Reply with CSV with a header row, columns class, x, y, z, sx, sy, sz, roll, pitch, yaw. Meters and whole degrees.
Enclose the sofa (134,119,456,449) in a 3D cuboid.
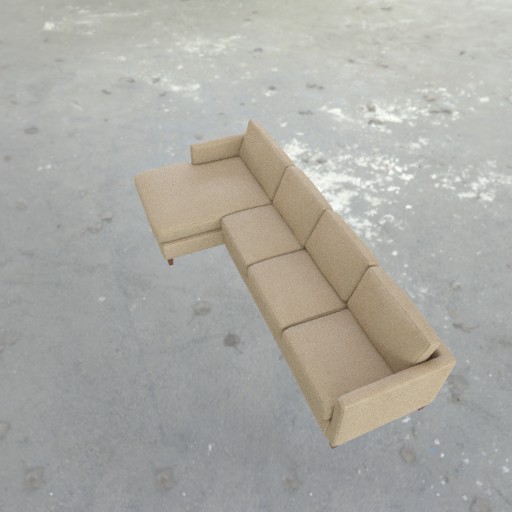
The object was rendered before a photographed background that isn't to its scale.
class,x,y,z,sx,sy,sz,roll,pitch,yaw
sofa,0.000,0.000,3.814,1.502,0.876,3.201,-16,47,-16
